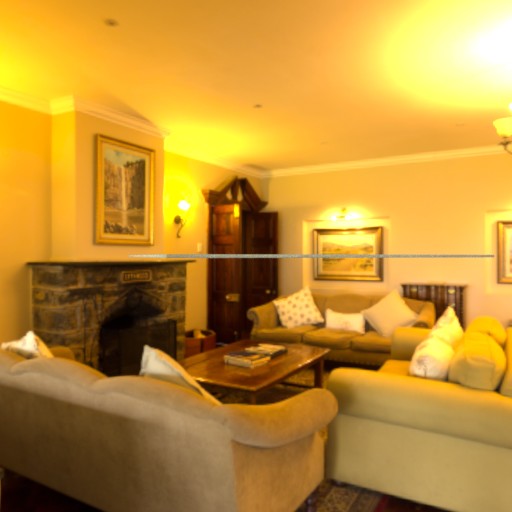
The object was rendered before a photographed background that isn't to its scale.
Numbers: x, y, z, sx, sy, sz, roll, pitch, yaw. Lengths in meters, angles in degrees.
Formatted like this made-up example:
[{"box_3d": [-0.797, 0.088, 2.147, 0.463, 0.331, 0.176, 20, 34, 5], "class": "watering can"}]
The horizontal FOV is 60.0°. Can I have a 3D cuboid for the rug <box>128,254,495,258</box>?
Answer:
[{"box_3d": [0.000, 0.000, 2.978, 1.524, 0.014, 2.438, 0, 0, -19], "class": "rug"}]
